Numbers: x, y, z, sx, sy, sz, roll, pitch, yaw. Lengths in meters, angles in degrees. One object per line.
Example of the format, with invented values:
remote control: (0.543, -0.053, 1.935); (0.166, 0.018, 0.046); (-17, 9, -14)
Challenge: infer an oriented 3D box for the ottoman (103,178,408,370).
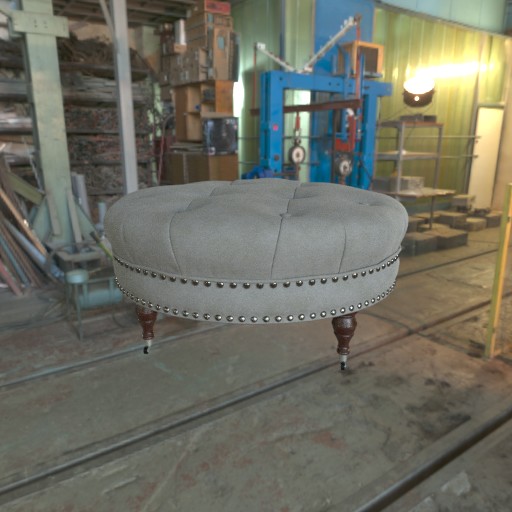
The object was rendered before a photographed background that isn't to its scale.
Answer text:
ottoman: (0.000, 0.000, 1.390); (0.901, 0.439, 0.901); (0, 15, 0)
